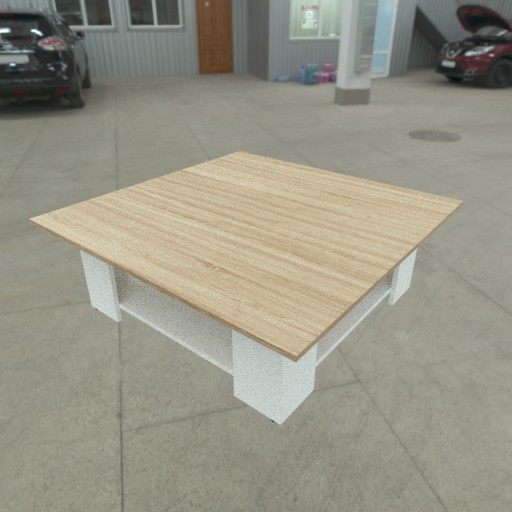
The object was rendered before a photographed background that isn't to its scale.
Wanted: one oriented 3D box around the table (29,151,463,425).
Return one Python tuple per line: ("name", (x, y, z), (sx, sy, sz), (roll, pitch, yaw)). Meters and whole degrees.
("table", (0.000, 0.000, 1.351), (0.890, 0.305, 0.890), (21, 35, 34))
